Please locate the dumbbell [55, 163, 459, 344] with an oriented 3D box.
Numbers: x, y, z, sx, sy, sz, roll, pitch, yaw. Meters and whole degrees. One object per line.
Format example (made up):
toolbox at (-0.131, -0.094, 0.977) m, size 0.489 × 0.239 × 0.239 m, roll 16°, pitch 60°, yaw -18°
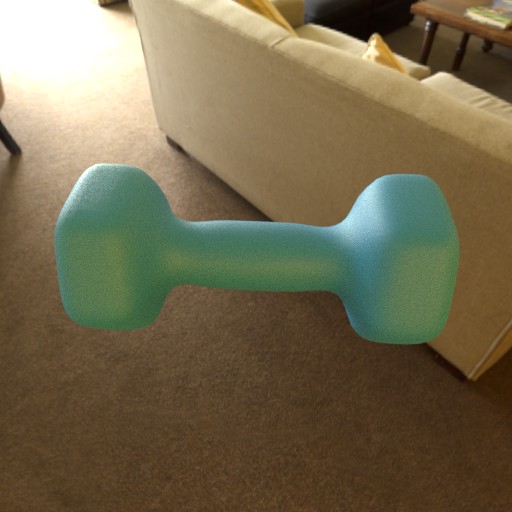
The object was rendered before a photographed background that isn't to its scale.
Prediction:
dumbbell at (0.000, 0.000, 0.186) m, size 0.152 × 0.066 × 0.074 m, roll 3°, pitch 48°, yaw 3°
